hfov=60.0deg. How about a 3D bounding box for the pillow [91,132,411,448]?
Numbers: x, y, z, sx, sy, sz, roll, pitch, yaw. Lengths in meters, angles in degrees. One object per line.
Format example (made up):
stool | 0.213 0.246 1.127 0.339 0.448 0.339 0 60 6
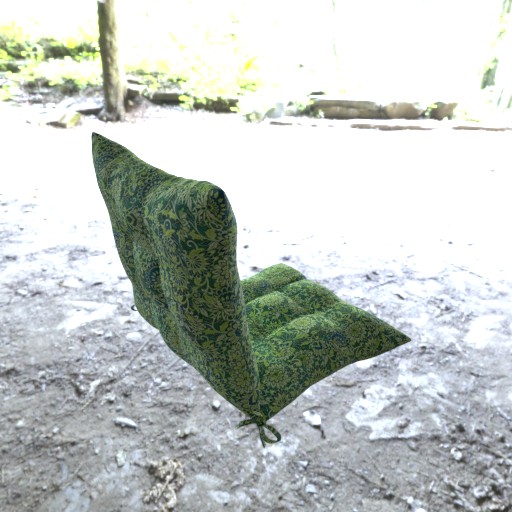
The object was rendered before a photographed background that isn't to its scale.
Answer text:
pillow | 0.000 0.000 1.011 0.585 0.536 0.541 -18 31 -33
